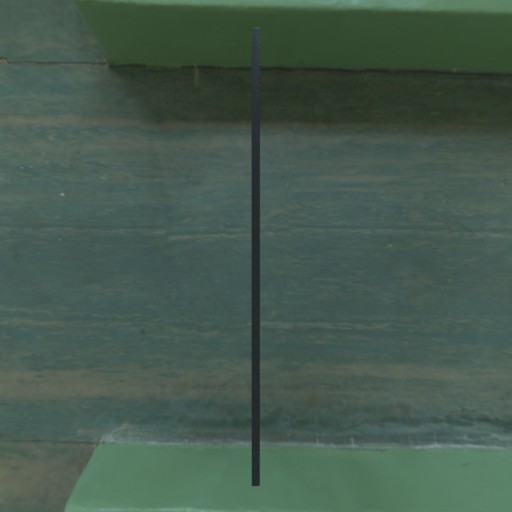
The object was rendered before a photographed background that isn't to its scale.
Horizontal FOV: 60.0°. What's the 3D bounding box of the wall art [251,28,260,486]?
[{"bbox_3d":[0.000,0.000,1.066,0.015,0.552,0.819,0,91,0],"label":"wall art"}]
